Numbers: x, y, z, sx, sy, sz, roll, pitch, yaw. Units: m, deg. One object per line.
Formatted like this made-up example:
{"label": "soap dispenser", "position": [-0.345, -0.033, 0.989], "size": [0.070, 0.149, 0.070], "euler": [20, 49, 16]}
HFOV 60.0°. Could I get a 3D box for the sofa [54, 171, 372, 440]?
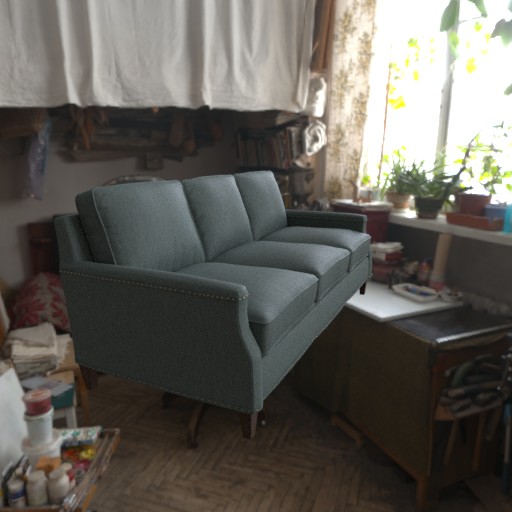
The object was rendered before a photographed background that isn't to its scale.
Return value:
{"label": "sofa", "position": [0.000, 0.000, 2.857], "size": [1.084, 1.003, 2.246], "euler": [6, 15, 25]}
